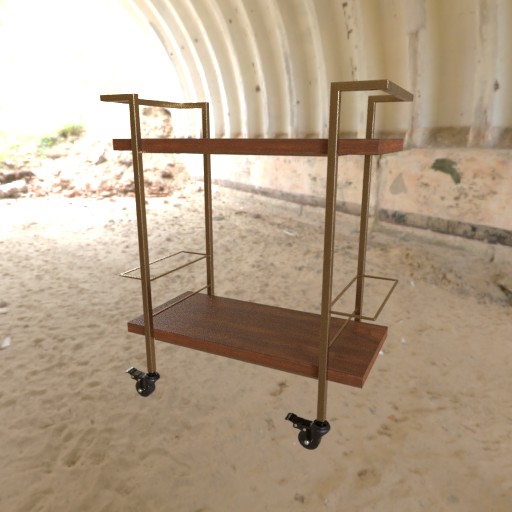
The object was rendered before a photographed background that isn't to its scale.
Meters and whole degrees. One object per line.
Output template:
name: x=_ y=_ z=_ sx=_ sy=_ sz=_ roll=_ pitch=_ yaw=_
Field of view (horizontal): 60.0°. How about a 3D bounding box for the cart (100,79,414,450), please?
cart: x=0.000 y=0.000 z=1.175 sx=0.695 sy=0.807 sz=0.364 roll=7 pitch=17 yaw=25
